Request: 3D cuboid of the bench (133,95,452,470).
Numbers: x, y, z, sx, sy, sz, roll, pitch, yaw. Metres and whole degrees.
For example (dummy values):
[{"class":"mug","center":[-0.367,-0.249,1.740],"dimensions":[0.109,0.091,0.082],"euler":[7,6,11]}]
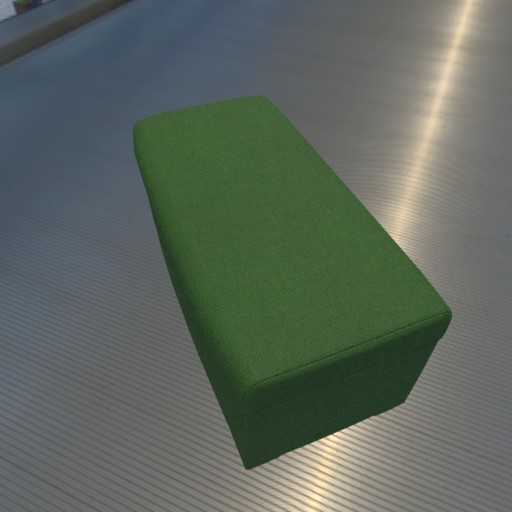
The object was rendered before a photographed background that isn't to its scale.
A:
[{"class":"bench","center":[0.000,0.000,1.293],"dimensions":[0.505,0.501,0.989],"euler":[-17,49,-15]}]
